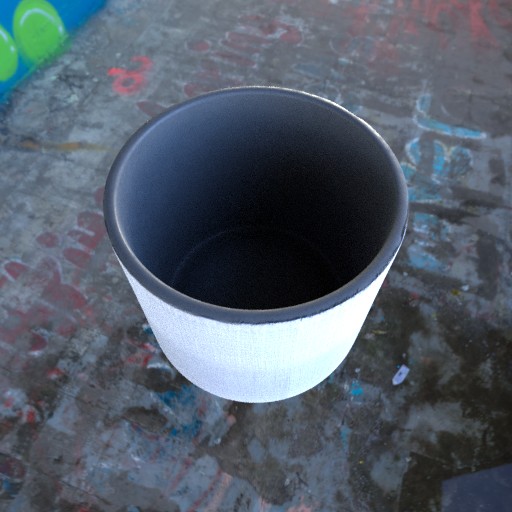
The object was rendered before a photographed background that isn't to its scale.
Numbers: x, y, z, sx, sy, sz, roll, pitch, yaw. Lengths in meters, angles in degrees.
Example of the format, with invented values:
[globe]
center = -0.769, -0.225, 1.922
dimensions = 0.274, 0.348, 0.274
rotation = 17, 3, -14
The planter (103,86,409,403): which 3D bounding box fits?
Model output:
[planter]
center = 0.000, 0.000, 0.402
dimensions = 0.221, 0.201, 0.221
rotation = 0, 58, 0
